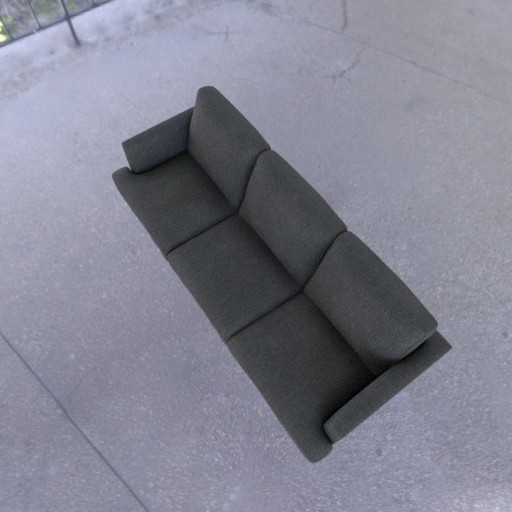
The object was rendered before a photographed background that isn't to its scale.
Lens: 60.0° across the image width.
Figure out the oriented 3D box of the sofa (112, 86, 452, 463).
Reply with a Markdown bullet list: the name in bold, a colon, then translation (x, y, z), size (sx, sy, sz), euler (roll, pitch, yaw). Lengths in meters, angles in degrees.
- **sofa**: translation (0.000, 0.000, 2.735), size (0.903, 0.930, 2.246), euler (-32, 67, -16)
